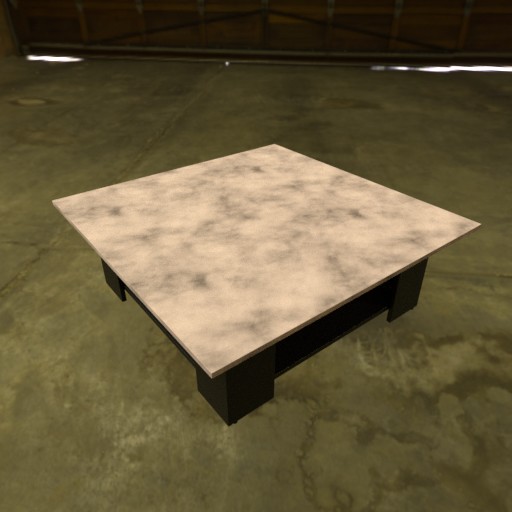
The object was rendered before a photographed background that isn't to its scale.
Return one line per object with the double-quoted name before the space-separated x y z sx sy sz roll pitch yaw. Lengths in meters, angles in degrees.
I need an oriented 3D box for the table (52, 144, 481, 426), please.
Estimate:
"table" 0.000 0.000 1.373 0.890 0.305 0.890 -23 38 -31
